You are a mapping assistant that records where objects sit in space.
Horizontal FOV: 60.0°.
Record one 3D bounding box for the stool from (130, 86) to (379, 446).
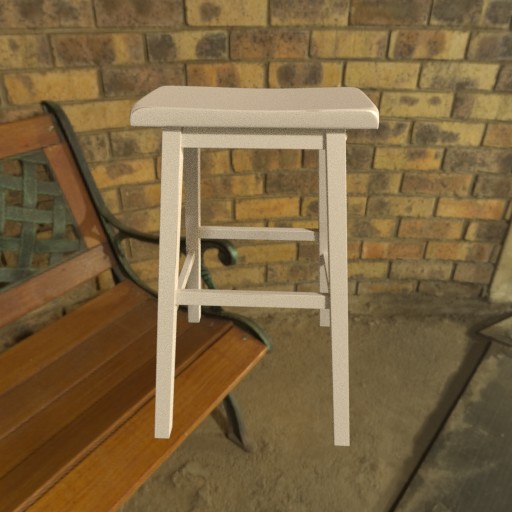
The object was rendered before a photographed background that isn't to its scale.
[{"bbox_3d":[0.000,0.000,1.066,0.457,0.737,0.476,1,29,2],"label":"stool"}]
